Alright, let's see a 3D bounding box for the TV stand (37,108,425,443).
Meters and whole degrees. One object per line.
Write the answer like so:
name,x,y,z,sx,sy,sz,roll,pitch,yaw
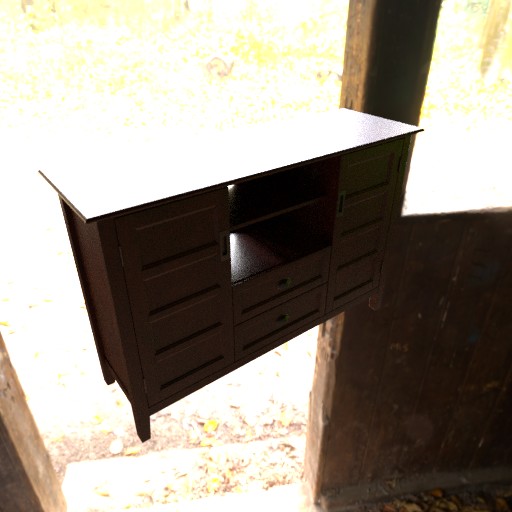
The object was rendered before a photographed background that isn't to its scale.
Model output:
TV stand,0.000,0.000,1.816,1.372,0.915,0.445,-21,37,-31
